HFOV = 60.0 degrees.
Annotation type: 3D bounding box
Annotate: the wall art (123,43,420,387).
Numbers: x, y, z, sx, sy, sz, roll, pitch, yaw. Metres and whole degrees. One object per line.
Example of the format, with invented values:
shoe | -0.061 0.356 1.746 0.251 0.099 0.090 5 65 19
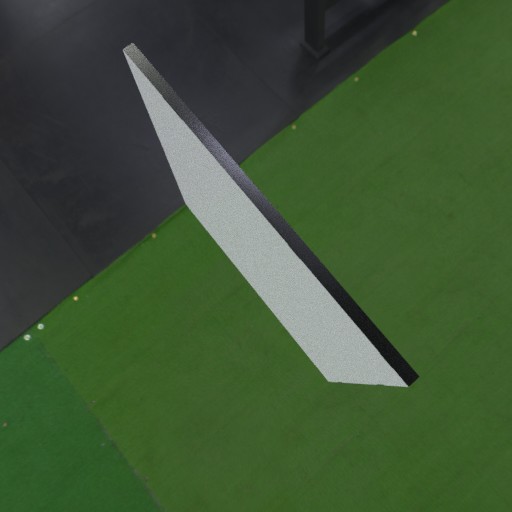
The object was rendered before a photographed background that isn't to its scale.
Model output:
wall art | 0.000 0.000 0.647 0.014 0.445 0.446 -37 78 -9
